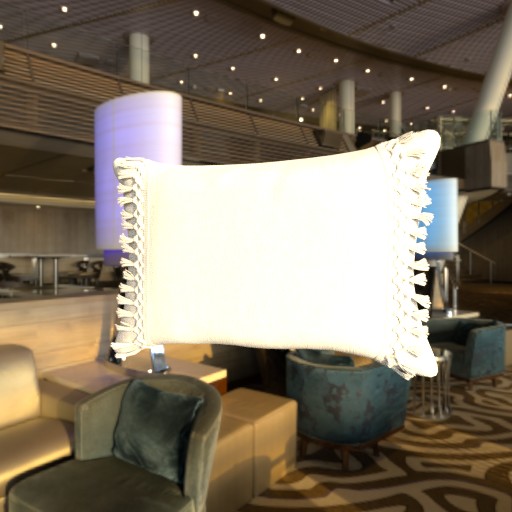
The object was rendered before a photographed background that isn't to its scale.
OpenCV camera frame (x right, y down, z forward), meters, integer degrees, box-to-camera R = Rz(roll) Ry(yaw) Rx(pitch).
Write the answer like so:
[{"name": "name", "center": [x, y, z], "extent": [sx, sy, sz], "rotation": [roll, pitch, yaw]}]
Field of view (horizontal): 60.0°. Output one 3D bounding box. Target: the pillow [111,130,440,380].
[{"name": "pillow", "center": [0.000, 0.000, 0.605], "extent": [0.466, 0.305, 0.084], "rotation": [0, 0, 19]}]
